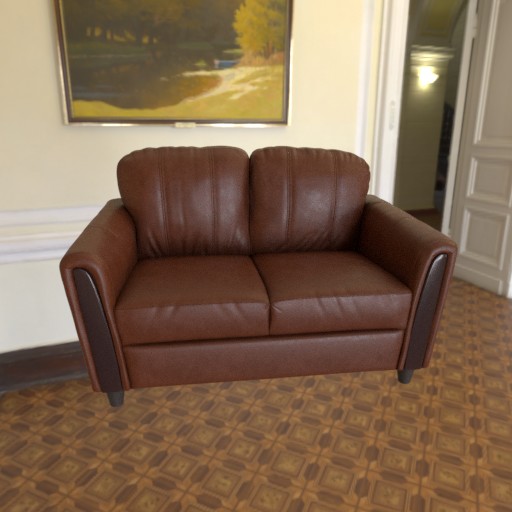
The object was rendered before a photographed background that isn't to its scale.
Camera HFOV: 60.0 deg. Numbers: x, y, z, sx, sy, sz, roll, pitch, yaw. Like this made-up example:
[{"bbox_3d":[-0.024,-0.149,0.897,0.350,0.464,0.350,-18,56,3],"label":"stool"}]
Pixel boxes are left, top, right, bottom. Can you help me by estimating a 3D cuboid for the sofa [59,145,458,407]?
[{"bbox_3d":[0.000,0.000,1.927,1.406,0.906,0.805,-2,17,-7],"label":"sofa"}]
